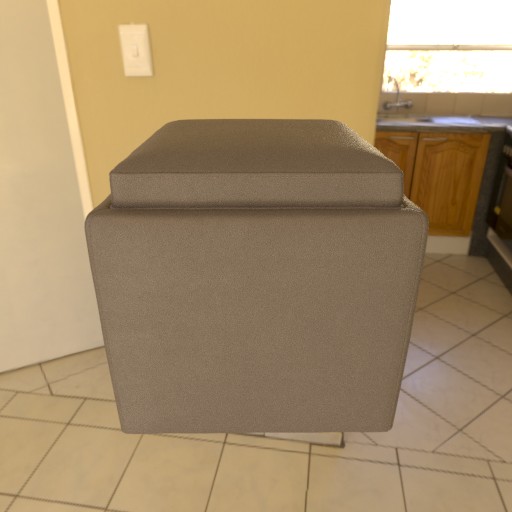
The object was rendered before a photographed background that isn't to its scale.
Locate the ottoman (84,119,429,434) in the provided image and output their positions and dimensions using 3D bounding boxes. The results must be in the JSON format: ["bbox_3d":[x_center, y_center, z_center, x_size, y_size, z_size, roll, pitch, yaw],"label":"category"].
[{"bbox_3d":[0.000,0.000,0.815,0.450,0.460,0.451,0,25,0],"label":"ottoman"}]
